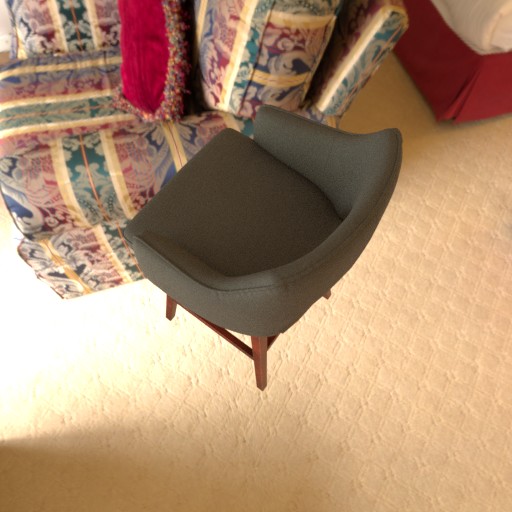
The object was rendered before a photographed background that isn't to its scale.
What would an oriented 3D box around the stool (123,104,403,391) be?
[{"bbox_3d":[0.000,0.000,1.318,0.558,1.012,0.548,34,69,15],"label":"stool"}]
